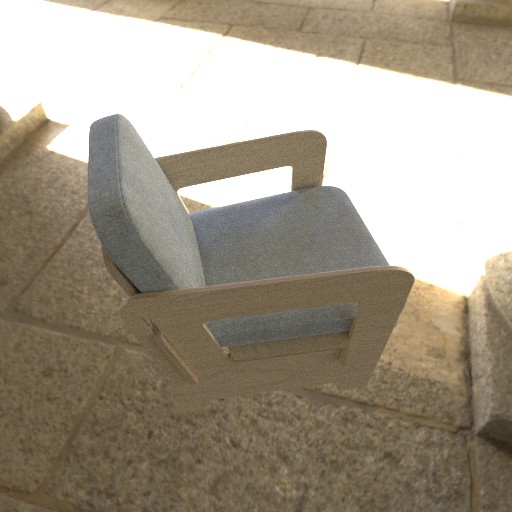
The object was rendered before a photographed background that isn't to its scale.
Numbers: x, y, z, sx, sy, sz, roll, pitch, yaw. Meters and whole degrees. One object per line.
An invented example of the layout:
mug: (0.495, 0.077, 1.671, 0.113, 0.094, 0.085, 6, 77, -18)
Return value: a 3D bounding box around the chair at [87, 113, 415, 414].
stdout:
chair: (0.000, 0.000, 1.244, 0.710, 0.800, 0.590, -10, 48, -9)
